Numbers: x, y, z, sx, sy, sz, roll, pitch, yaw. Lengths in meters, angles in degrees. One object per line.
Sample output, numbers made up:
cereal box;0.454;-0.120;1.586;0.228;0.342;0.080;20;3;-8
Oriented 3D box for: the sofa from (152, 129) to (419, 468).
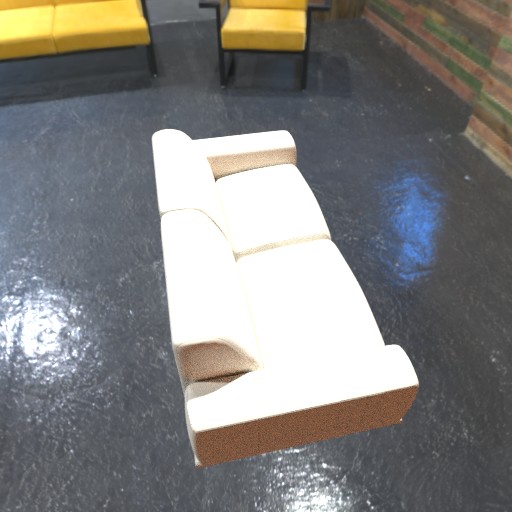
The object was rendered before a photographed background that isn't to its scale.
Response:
sofa;0.000;0.000;2.326;0.900;0.772;1.901;-9;46;-9
